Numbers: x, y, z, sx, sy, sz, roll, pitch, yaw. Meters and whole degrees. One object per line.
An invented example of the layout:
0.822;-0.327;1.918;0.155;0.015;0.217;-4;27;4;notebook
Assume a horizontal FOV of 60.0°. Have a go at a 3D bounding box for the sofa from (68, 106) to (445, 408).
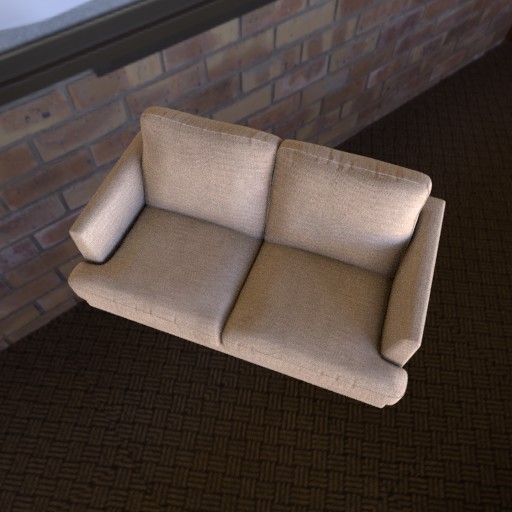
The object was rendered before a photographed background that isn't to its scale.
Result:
0.000;0.000;2.137;1.582;0.944;0.903;17;60;10;sofa
